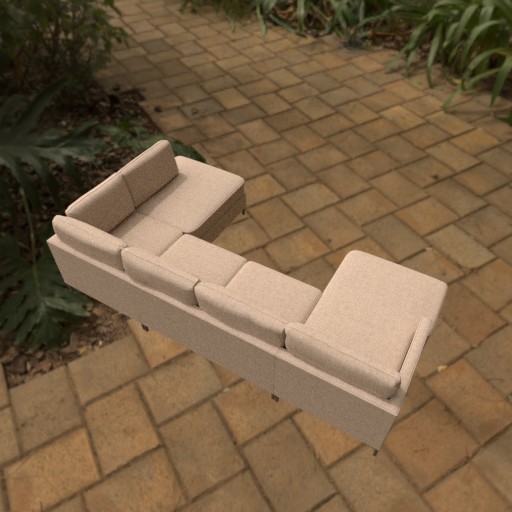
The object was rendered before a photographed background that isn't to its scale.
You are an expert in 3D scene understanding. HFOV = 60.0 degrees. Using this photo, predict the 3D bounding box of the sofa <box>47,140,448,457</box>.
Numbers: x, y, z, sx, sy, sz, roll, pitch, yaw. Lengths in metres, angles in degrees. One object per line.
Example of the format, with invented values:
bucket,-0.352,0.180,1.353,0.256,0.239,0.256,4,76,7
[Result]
sofa,0.000,0.000,4.296,3.423,0.996,2.021,23,49,21
